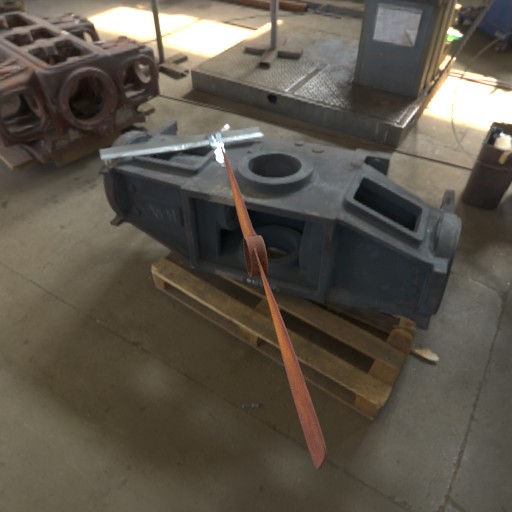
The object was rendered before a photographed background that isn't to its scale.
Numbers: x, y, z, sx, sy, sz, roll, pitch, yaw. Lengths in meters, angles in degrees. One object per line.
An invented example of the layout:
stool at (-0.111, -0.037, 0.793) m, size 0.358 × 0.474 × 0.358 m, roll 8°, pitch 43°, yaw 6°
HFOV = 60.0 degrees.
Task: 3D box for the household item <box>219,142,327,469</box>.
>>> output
household item at (0.000, 0.000, 1.275) m, size 0.051 × 0.121 × 1.181 m, roll -9°, pitch 46°, yaw -9°
